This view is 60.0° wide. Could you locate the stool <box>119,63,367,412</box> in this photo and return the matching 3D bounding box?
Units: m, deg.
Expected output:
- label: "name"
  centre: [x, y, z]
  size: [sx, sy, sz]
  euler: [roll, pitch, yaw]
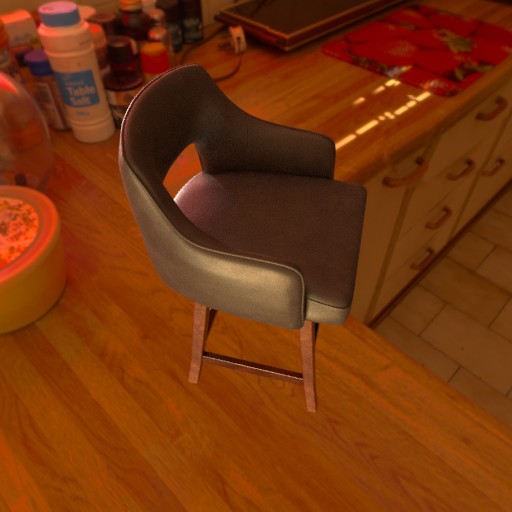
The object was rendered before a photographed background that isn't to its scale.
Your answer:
- label: "stool"
  centre: [0.000, 0.000, 1.285]
  size: [0.560, 0.936, 0.550]
  euler: [11, 48, 10]
